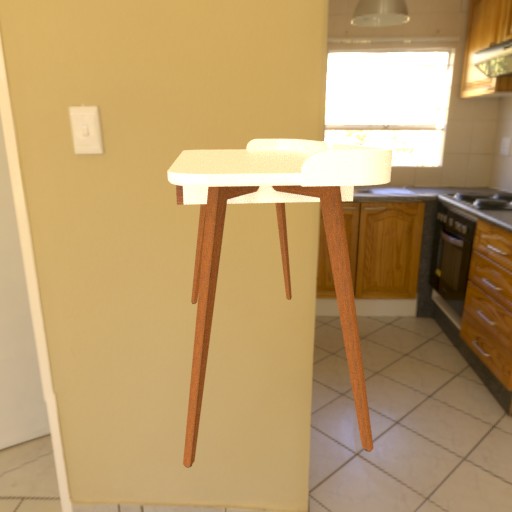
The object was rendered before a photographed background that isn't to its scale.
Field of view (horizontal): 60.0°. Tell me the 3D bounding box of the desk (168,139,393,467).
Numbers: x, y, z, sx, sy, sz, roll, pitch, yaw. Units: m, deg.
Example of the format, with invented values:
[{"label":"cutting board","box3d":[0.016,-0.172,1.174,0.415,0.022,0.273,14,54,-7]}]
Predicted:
[{"label":"desk","box3d":[0.000,0.000,1.627,0.534,0.807,1.206,-2,16,-7]}]
